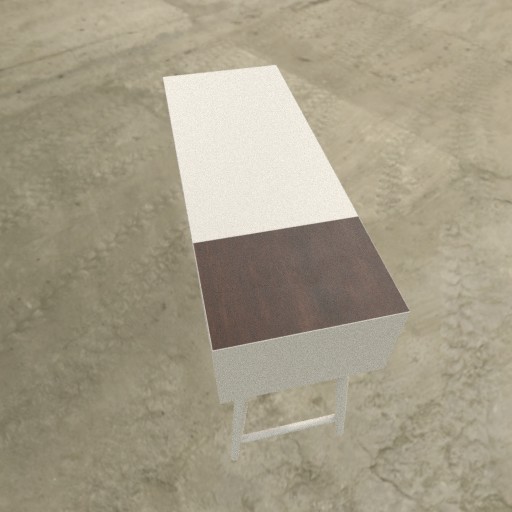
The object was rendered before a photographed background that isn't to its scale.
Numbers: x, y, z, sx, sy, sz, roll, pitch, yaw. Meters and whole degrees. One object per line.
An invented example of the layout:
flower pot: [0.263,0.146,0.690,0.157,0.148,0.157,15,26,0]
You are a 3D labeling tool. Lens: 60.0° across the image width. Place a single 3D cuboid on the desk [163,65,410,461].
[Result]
desk: [0.000,0.000,1.482,0.409,0.761,1.069,-10,50,-8]
